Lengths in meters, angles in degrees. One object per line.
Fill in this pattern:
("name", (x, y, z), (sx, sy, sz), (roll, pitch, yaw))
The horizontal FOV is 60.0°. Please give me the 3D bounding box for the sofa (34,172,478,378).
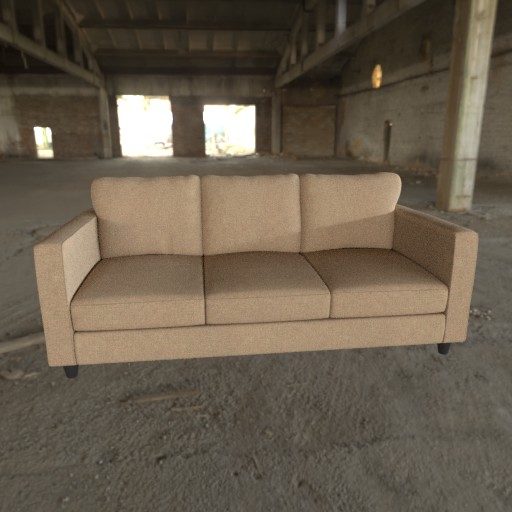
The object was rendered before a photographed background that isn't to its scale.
("sofa", (0.000, 0.000, 2.295), (1.855, 0.800, 0.930), (-2, 15, -7))
